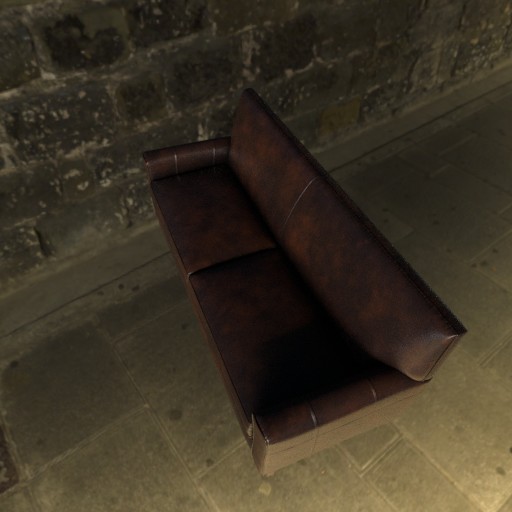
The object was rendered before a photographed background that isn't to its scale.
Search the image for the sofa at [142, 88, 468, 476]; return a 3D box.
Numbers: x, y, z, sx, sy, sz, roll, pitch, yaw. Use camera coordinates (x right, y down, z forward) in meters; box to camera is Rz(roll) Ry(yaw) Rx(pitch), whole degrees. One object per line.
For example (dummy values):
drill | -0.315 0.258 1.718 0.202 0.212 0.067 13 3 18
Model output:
sofa | 0.000 0.000 2.382 0.786 0.871 1.995 -17 49 -15
